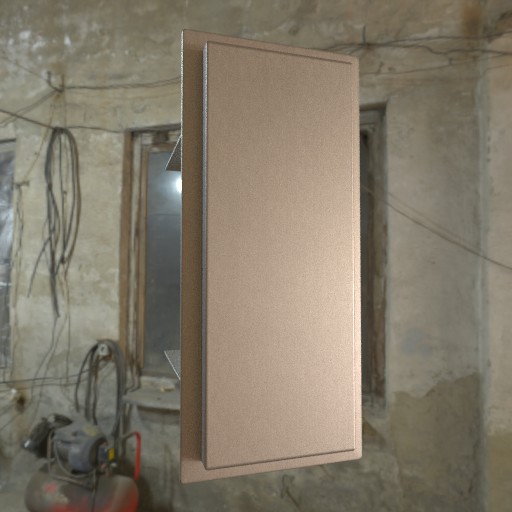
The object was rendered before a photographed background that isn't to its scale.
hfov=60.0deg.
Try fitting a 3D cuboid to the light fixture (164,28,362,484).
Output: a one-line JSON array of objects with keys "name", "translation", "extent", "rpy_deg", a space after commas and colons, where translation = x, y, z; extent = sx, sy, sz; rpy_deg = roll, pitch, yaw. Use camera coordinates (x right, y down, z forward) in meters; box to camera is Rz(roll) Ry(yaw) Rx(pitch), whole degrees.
[{"name": "light fixture", "translation": [0.000, 0.000, 0.452], "extent": [0.168, 0.380, 0.160], "rpy_deg": [1, -2, -17]}]
